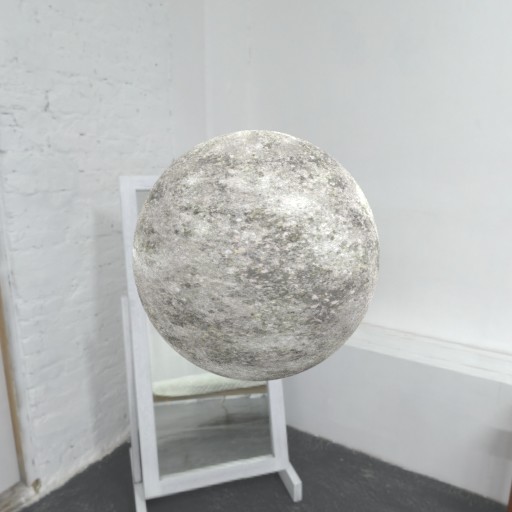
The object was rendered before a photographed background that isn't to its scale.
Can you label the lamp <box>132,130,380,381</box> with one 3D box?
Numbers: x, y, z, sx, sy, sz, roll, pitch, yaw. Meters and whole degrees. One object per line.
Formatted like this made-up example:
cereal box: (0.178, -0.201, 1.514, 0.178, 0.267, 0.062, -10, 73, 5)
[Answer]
lamp: (0.000, 0.000, 0.784, 0.422, 0.429, 0.422, 0, 14, 0)
